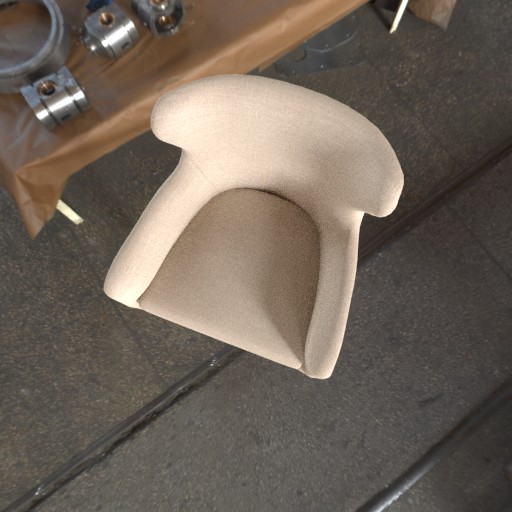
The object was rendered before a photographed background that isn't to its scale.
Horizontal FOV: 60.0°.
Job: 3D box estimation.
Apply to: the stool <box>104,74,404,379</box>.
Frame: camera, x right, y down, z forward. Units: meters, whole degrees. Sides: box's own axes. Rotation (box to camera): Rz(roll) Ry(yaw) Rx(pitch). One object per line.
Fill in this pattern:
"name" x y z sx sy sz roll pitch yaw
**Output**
"stool" 0.000 0.000 1.357 0.556 1.034 0.563 20 77 5
